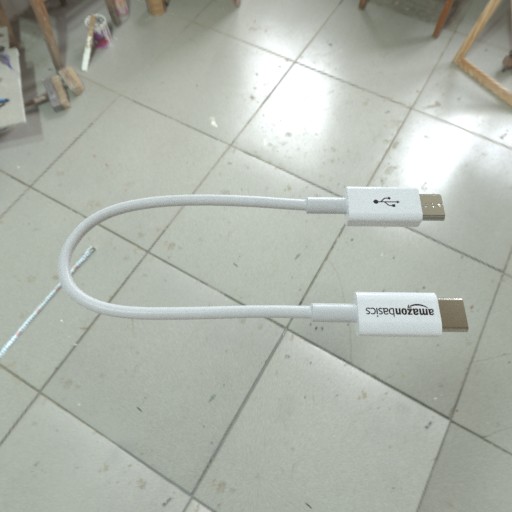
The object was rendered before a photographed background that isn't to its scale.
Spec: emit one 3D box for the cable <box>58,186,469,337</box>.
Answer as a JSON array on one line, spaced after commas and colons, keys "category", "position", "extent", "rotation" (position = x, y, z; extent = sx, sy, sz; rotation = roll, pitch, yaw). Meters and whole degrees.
[{"category": "cable", "position": [0.000, 0.000, 0.111], "extent": [0.098, 0.006, 0.040], "rotation": [1, 64, 0]}]
